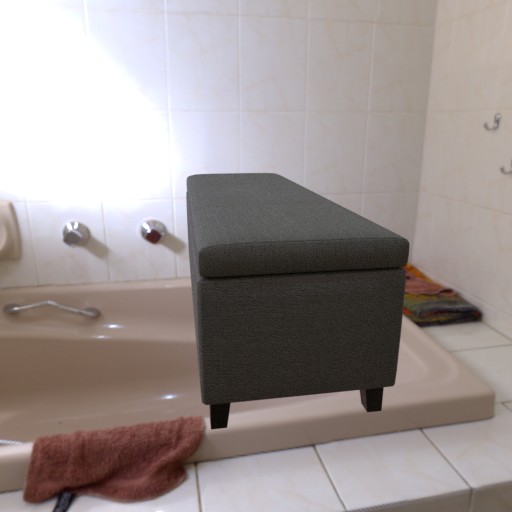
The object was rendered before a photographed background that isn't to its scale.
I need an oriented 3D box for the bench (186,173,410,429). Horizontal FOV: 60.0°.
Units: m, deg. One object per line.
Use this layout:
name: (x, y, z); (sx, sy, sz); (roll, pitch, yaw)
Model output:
bench: (0.000, 0.000, 1.518); (0.446, 0.438, 1.269); (-3, 17, -9)
